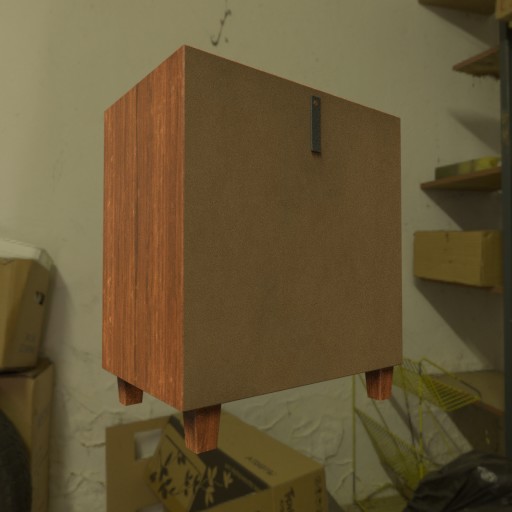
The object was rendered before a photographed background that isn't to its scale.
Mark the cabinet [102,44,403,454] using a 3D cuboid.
[{"bbox_3d":[0.000,0.000,1.075,0.607,0.695,0.410,1,-2,-37],"label":"cabinet"}]
